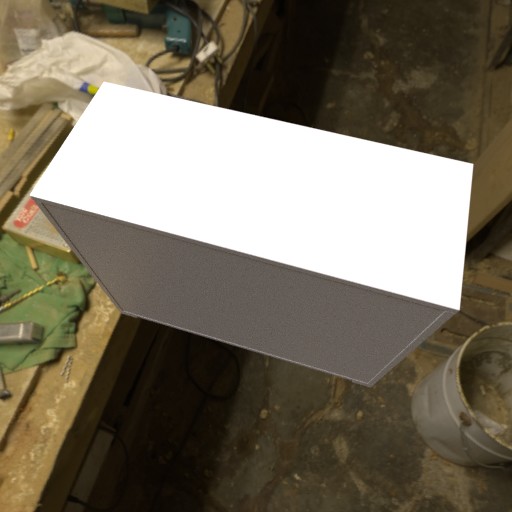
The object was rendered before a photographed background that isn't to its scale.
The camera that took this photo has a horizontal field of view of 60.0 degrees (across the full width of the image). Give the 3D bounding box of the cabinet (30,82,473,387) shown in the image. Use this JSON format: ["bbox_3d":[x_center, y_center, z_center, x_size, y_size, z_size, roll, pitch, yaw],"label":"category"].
[{"bbox_3d":[0.000,0.000,1.425,1.000,0.800,0.400,15,63,8],"label":"cabinet"}]
